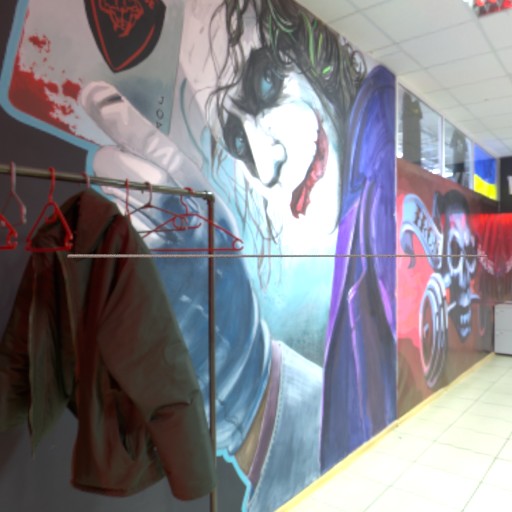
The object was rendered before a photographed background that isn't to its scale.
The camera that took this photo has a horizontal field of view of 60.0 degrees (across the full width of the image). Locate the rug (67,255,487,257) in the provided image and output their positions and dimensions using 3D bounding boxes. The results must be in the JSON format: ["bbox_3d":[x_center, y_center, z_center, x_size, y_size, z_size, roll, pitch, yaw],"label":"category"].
[{"bbox_3d":[0.000,0.000,3.953,2.895,0.018,2.288,0,0,-18],"label":"rug"}]
